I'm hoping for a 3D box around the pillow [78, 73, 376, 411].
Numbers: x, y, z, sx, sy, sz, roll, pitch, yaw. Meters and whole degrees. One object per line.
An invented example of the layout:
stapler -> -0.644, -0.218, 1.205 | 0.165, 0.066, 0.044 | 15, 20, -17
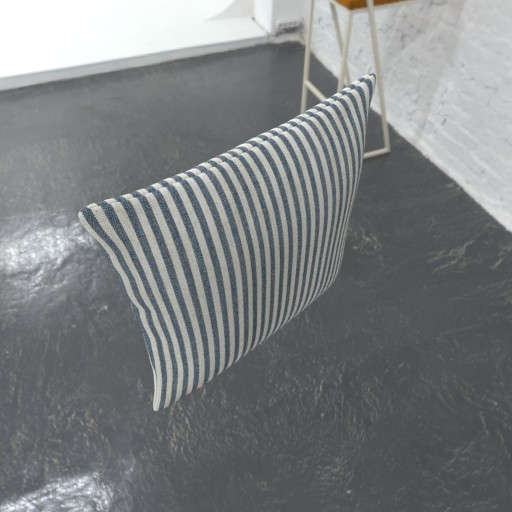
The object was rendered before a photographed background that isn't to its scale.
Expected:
pillow -> 0.000, 0.000, 0.784 | 0.523, 0.510, 0.166 | -33, 55, -27
